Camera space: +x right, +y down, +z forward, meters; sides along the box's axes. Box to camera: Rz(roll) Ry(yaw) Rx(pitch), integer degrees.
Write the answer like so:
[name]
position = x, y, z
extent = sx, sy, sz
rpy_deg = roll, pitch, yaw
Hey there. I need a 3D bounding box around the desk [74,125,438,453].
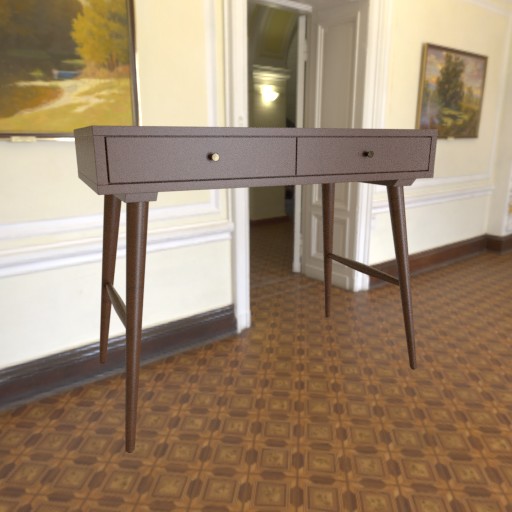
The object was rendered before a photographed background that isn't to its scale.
[desk]
position = 0.000, 0.000, 1.380
extent = 0.949, 0.758, 0.510
rpy_deg = -7, 16, -25
